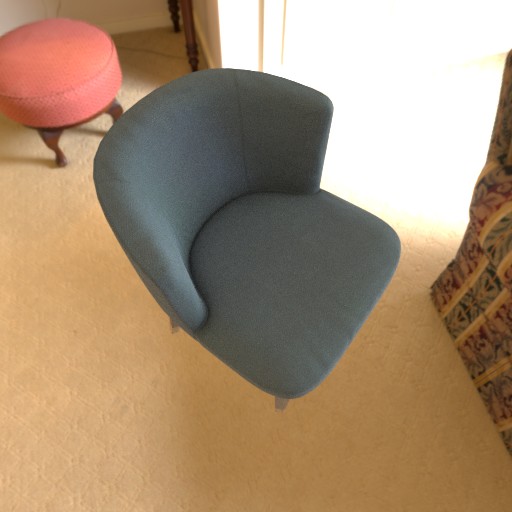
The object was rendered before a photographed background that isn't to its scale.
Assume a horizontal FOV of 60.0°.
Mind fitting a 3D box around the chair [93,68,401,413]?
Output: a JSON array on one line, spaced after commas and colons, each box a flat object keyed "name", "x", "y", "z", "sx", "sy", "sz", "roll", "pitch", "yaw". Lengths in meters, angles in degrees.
[{"name": "chair", "x": 0.000, "y": 0.000, "z": 1.271, "sx": 0.702, "sy": 0.760, "sz": 0.661, "roll": 32, "pitch": 63, "yaw": 18}]
